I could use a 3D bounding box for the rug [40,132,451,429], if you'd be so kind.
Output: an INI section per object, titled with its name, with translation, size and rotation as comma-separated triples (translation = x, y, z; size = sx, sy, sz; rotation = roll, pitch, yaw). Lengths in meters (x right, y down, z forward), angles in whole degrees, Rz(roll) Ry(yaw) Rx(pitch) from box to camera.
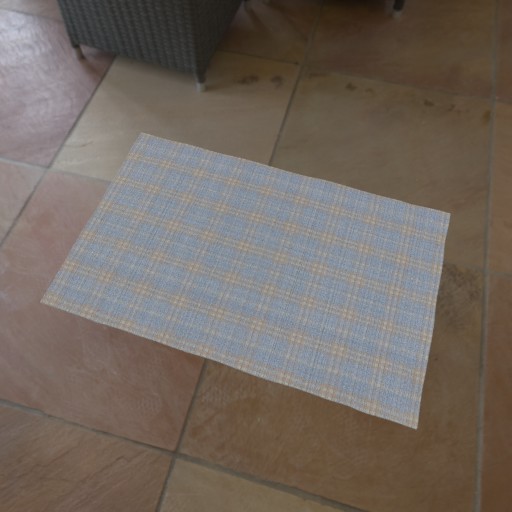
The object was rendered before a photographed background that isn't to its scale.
[rug]
translation = 0.000, 0.000, 3.041
size = 2.460, 0.016, 1.545
rotation = 16, 64, 8
